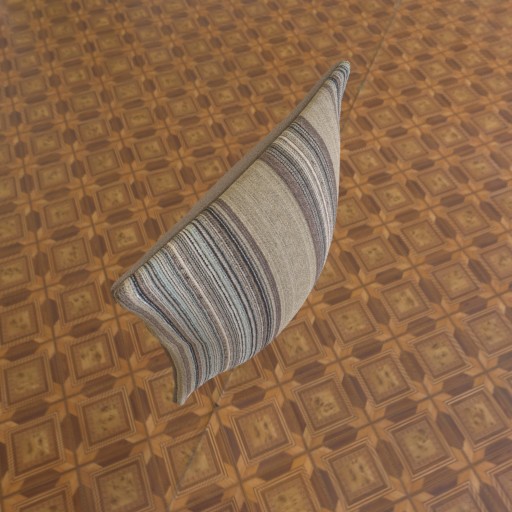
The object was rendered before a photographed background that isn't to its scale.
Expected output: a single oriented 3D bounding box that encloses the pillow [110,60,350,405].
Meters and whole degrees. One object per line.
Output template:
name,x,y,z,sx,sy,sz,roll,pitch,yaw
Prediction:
pillow,0.000,0.000,0.667,0.189,0.416,0.435,31,63,18
